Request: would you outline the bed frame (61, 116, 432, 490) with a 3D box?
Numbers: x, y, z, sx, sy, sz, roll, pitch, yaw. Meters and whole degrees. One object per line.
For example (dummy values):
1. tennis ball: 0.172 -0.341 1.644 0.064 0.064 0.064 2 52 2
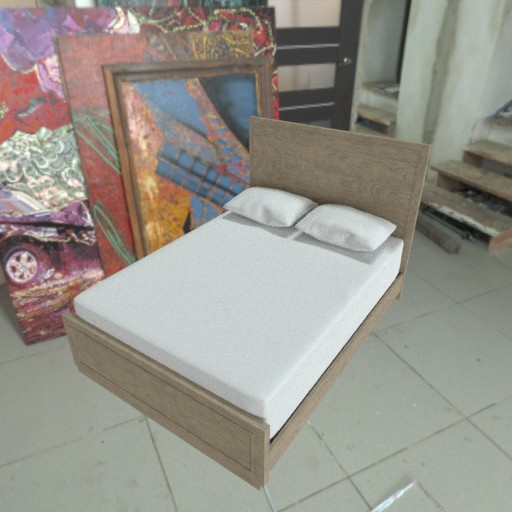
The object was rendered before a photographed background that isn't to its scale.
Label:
1. bed frame: 0.000 0.000 3.200 1.606 1.369 2.189 19 35 29
